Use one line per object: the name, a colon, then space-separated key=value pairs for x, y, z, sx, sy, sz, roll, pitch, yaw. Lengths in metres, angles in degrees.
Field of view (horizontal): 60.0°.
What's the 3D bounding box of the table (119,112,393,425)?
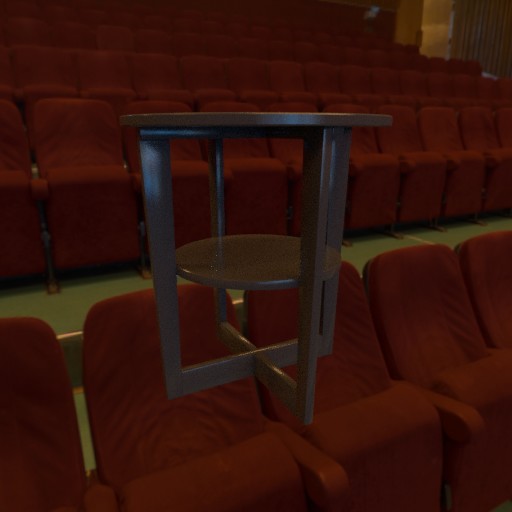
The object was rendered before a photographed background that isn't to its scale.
table: x=0.000 y=0.000 z=0.920 sx=0.500 sy=0.550 sz=0.500 roll=0 pitch=16 yaw=0
